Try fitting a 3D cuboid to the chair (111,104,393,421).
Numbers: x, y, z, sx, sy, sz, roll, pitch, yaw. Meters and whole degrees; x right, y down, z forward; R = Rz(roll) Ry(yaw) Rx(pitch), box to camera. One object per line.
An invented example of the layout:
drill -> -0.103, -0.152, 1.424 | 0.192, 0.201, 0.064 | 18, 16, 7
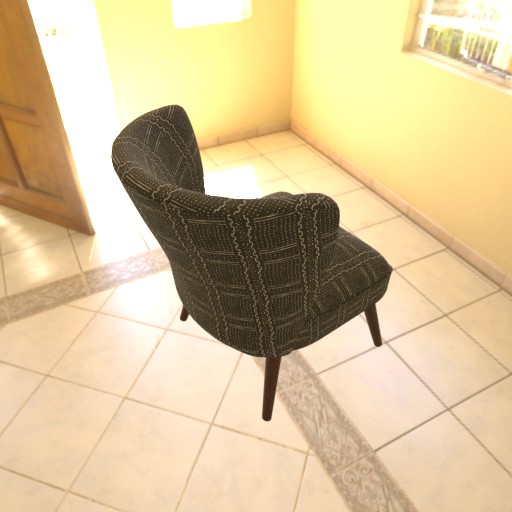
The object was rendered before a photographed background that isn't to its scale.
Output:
chair -> 0.000, 0.000, 1.440 | 0.758, 0.866, 0.710 | -26, 47, -27
